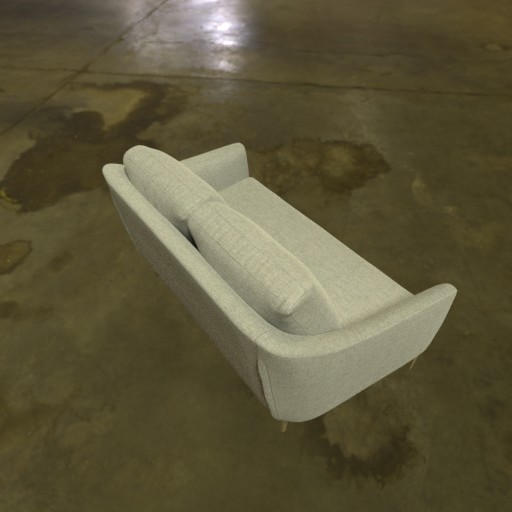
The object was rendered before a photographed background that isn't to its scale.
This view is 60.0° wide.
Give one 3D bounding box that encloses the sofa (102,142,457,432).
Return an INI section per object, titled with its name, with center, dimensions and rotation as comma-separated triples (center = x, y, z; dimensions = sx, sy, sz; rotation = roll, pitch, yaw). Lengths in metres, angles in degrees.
[sofa]
center = 0.000, 0.000, 2.231
dimensions = 0.960, 0.904, 1.619
rotation = -26, 48, -26
